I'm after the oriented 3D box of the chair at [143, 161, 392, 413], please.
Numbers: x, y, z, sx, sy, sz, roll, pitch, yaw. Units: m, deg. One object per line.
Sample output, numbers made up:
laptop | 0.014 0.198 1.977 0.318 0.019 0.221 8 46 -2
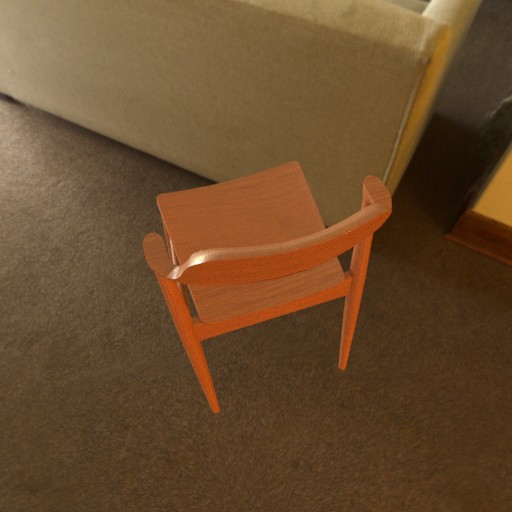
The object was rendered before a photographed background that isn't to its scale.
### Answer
chair | 0.000 0.000 1.141 0.496 0.801 0.499 -16 59 -10
